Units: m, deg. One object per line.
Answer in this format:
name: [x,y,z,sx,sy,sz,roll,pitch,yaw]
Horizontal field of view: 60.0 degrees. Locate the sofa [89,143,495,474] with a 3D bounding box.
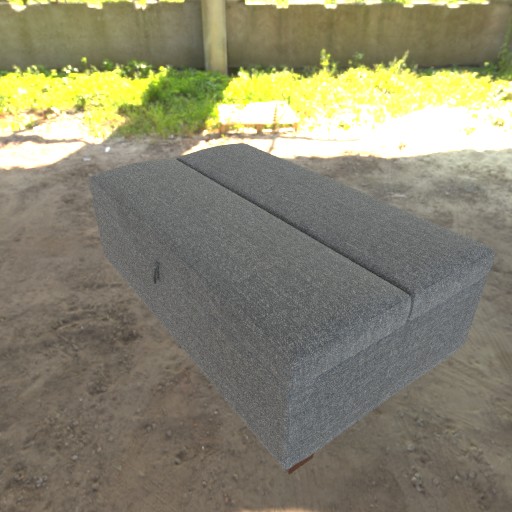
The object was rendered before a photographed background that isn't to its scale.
sofa: [0.000,0.000,1.530,0.782,0.417,1.198,-21,37,-30]
